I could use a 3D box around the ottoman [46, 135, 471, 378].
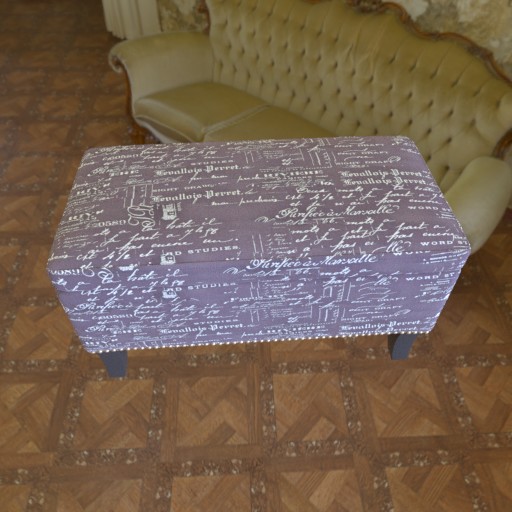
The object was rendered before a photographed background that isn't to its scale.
[{"bbox_3d":[0.000,0.000,1.094,0.813,0.457,0.406,-3,47,-3],"label":"ottoman"}]
